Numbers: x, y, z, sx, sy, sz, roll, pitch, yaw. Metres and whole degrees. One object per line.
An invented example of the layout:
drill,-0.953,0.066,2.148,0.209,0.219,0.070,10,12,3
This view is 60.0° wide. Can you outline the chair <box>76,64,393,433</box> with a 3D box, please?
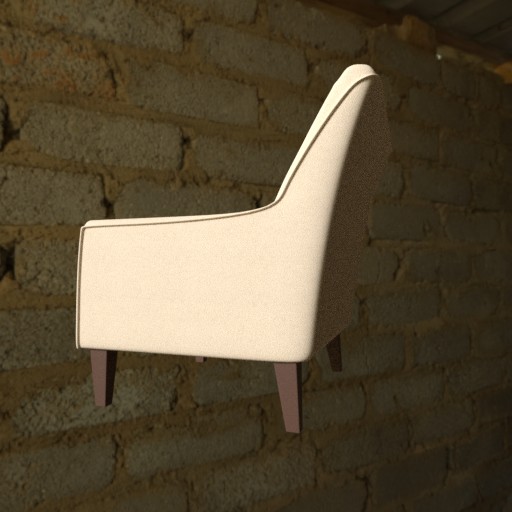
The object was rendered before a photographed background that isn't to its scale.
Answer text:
chair,0.000,0.000,1.558,0.899,0.919,0.780,-1,-2,19
